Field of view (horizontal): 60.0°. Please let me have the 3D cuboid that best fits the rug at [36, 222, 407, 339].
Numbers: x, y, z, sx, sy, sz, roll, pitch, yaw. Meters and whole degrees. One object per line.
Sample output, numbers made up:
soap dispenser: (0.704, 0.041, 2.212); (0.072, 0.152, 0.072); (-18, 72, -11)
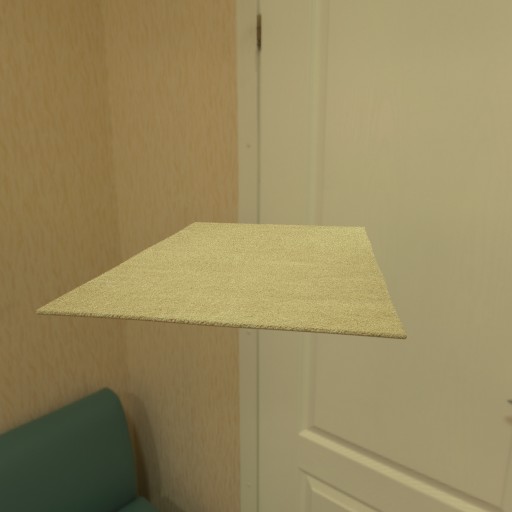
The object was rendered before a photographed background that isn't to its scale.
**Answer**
rug: (0.000, 0.000, 3.384); (1.800, 0.025, 2.699); (2, 14, 9)
